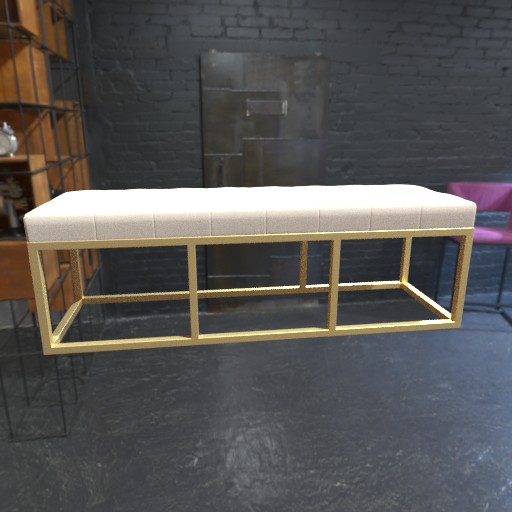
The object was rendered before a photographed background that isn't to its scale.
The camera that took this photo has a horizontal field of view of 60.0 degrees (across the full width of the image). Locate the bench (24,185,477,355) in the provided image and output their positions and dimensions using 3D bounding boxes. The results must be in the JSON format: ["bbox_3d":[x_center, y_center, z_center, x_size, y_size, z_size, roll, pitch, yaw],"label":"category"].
[{"bbox_3d":[0.000,0.000,1.696,1.473,0.484,0.457,-2,16,-8],"label":"bench"}]
